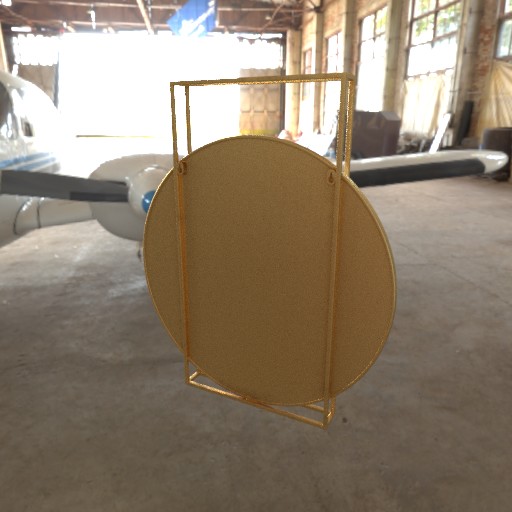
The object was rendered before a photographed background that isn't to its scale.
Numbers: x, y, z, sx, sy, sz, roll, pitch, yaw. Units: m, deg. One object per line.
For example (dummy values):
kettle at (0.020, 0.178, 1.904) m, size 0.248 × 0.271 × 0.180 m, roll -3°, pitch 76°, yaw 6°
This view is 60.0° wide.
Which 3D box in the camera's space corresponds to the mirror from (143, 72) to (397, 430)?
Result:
mirror at (0.000, 0.000, 0.808) m, size 0.508 × 0.603 × 0.051 m, roll 9°, pitch 19°, yaw 26°
